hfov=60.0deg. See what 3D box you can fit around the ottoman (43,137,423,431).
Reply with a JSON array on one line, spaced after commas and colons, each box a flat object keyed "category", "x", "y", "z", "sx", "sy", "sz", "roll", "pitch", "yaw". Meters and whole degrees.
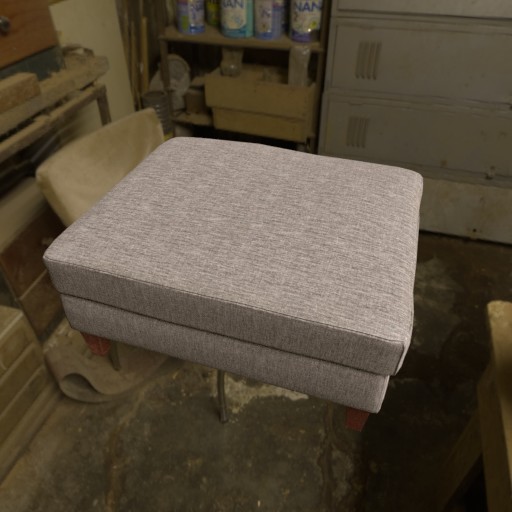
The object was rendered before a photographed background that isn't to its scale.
[{"category": "ottoman", "x": 0.000, "y": 0.000, "z": 1.509, "sx": 0.994, "sy": 0.492, "sz": 0.839, "roll": 12, "pitch": 41, "yaw": 14}]
